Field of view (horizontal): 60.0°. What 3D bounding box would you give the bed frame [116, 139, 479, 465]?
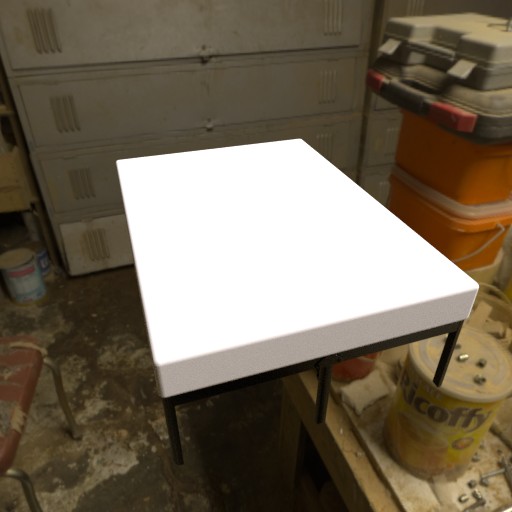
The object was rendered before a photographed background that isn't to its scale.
[{"bbox_3d":[0.000,0.000,2.668,1.408,0.659,1.956,-11,36,-15],"label":"bed frame"}]
